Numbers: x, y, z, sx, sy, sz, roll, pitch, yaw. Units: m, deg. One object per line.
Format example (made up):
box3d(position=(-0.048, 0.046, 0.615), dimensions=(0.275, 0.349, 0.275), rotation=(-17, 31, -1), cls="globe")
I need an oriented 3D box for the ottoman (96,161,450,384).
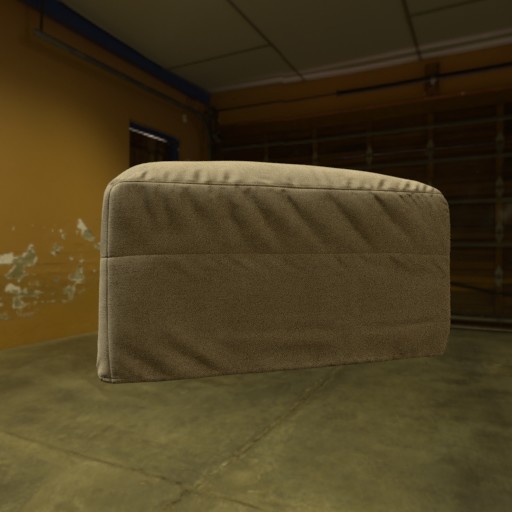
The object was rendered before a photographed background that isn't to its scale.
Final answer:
box3d(position=(0.000, 0.000, 1.257), dimensions=(0.837, 0.481, 0.683), rotation=(0, 0, -18), cls="ottoman")
